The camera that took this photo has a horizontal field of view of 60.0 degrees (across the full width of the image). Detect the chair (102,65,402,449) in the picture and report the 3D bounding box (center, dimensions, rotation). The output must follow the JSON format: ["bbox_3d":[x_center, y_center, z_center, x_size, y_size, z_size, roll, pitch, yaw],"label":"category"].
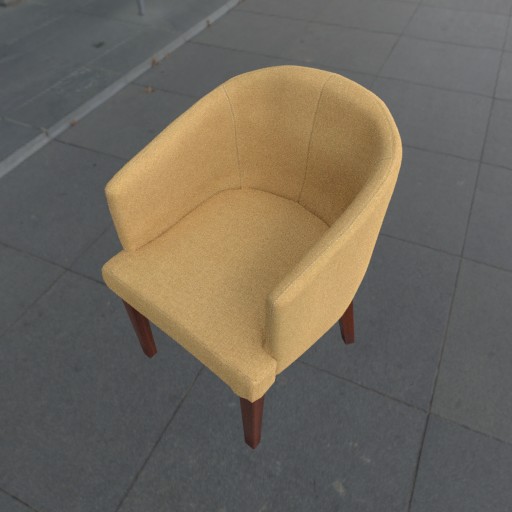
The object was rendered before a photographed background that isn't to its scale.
[{"bbox_3d":[0.000,0.000,1.229,0.583,0.811,0.655,32,55,26],"label":"chair"}]
